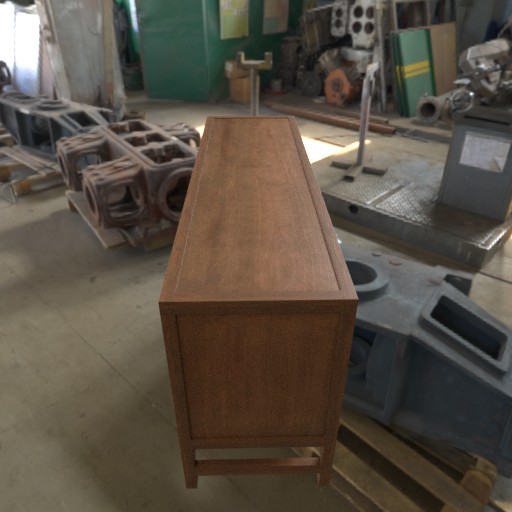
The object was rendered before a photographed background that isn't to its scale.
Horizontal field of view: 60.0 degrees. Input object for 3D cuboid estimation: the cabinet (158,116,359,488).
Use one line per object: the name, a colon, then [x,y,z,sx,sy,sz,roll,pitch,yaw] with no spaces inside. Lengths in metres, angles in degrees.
cabinet: [0.000,0.000,2.041,0.522,0.820,1.708,-1,32,-1]
